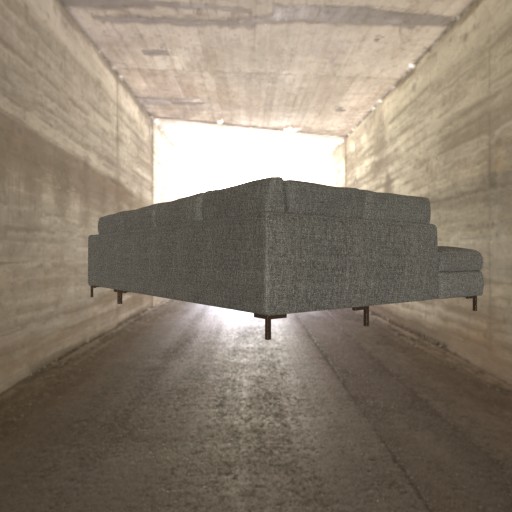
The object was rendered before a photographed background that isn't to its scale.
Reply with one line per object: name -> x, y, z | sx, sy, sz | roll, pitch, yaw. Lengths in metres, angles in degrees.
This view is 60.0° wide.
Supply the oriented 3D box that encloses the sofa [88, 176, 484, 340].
sofa -> 0.000, 0.000, 3.560 | 1.879, 0.756, 2.737 | 0, 0, -36
